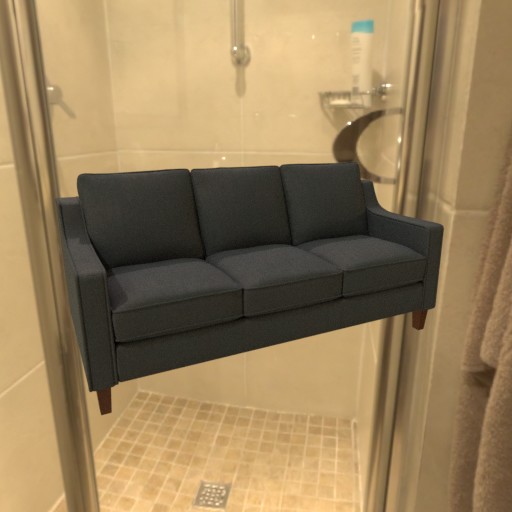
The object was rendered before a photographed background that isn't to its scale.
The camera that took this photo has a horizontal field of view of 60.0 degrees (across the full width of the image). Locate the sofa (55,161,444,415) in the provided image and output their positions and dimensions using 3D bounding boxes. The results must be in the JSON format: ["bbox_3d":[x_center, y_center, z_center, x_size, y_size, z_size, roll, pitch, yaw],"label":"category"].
[{"bbox_3d":[0.000,0.000,2.535,1.986,0.974,0.911,-8,18,-25],"label":"sofa"}]
